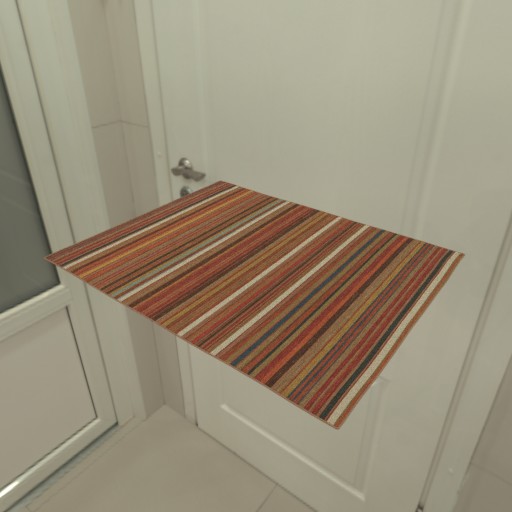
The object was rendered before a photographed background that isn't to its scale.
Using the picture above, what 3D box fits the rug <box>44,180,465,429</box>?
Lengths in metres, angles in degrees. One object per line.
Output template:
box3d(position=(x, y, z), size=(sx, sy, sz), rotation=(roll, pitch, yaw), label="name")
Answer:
box3d(position=(0.000, 0.000, 4.138), size=(3.092, 0.023, 2.479), rotation=(22, 37, 32), label="rug")
